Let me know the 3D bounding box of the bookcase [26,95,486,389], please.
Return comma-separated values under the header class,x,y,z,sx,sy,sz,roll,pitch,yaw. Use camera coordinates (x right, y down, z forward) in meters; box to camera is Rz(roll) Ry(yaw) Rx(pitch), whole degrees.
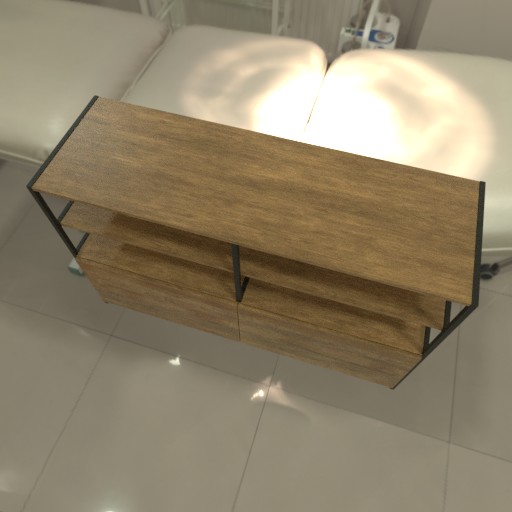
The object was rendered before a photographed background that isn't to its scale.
class,x,y,z,sx,sy,sz,roll,pitch,yaw
bookcase,0.000,0.000,1.466,1.149,0.712,0.391,15,60,9
